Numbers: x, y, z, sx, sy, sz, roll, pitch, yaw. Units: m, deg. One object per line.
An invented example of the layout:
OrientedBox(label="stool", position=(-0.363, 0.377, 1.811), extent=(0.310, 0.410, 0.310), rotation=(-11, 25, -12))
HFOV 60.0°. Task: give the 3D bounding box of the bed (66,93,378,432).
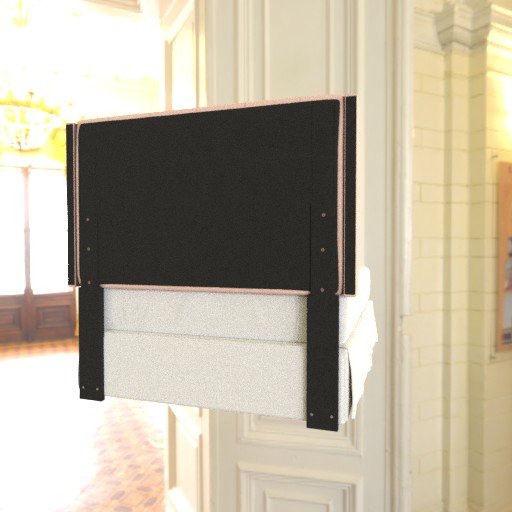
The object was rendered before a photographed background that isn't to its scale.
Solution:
OrientedBox(label="bed", position=(0.000, 0.000, 3.367), extent=(1.719, 1.665, 2.066), rotation=(0, 2, 18))
